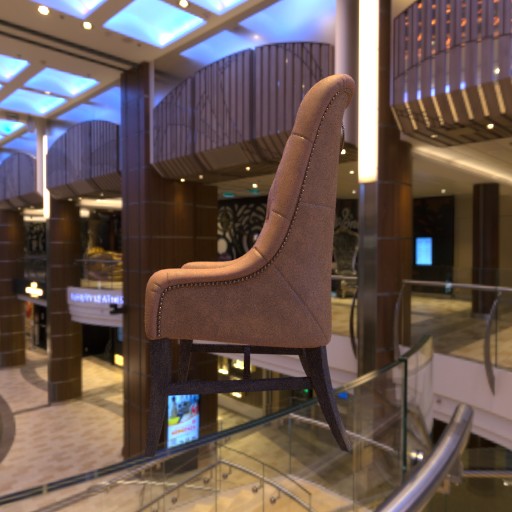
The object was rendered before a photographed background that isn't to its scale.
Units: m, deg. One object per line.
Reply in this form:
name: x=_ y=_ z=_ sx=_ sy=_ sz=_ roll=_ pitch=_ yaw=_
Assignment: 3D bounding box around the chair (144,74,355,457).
chair: x=0.000 y=0.000 z=1.496 sx=0.629 sy=1.091 sz=0.634 roll=0 pitch=1 yaw=-1
